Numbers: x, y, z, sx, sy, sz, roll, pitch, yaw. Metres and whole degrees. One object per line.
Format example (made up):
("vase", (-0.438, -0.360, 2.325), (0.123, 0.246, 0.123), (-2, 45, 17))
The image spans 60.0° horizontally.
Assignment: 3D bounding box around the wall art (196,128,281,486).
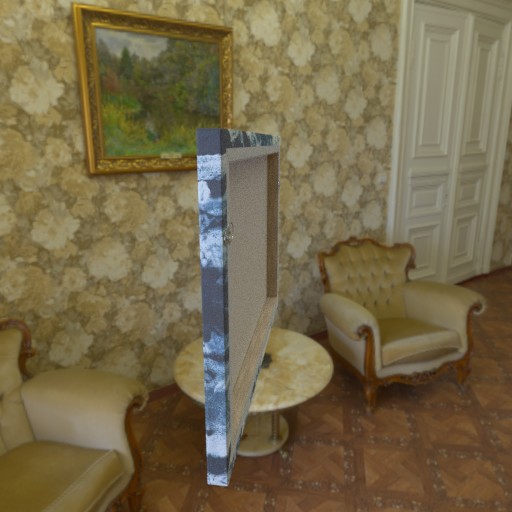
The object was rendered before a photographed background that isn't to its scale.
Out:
("wall art", (0.000, 0.000, 1.147), (0.042, 0.610, 0.915), (2, 15, 8))
